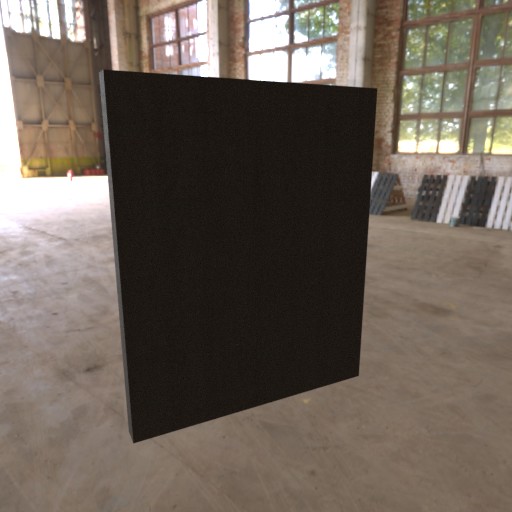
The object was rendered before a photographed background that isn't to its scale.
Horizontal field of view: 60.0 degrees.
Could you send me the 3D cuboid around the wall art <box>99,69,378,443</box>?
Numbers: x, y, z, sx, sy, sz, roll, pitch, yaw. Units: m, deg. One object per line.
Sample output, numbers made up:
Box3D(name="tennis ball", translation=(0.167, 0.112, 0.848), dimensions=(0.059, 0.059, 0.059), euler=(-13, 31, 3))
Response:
Box3D(name="wall art", translation=(0.000, 0.000, 0.749), dimensions=(0.455, 0.552, 0.034), euler=(-7, 16, -26))
